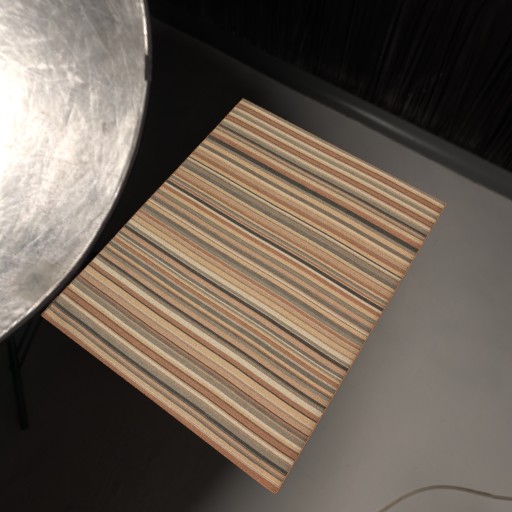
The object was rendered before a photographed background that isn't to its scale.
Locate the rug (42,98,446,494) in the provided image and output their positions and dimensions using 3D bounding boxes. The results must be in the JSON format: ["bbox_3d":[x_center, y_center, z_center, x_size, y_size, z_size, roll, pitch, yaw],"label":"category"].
[{"bbox_3d":[0.000,0.000,4.084,2.436,0.011,3.045,32,68,14],"label":"rug"}]
